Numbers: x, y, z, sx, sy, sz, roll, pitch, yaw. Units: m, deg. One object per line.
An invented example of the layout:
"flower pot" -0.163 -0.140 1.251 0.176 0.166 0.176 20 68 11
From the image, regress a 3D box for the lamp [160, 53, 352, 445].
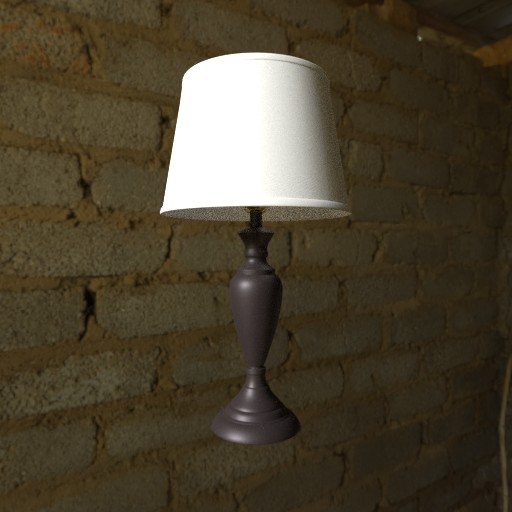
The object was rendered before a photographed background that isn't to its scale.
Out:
"lamp" 0.000 0.000 0.794 0.335 0.611 0.335 0 1 0
